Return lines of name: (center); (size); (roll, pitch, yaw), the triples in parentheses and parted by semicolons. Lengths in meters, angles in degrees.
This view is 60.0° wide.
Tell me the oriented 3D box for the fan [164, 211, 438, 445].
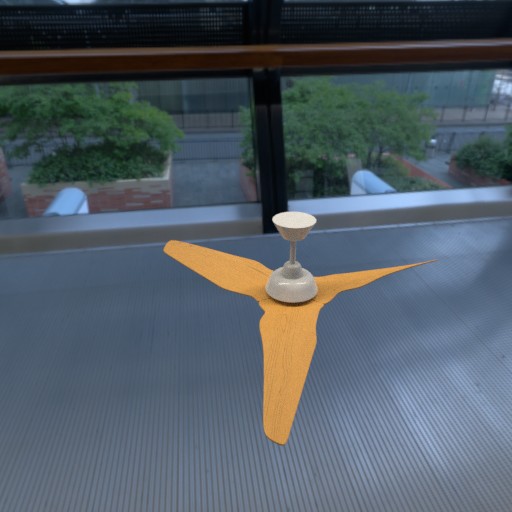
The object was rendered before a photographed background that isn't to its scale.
fan: (0.000, 0.000, 1.615); (1.010, 0.355, 1.142); (18, 32, 32)
